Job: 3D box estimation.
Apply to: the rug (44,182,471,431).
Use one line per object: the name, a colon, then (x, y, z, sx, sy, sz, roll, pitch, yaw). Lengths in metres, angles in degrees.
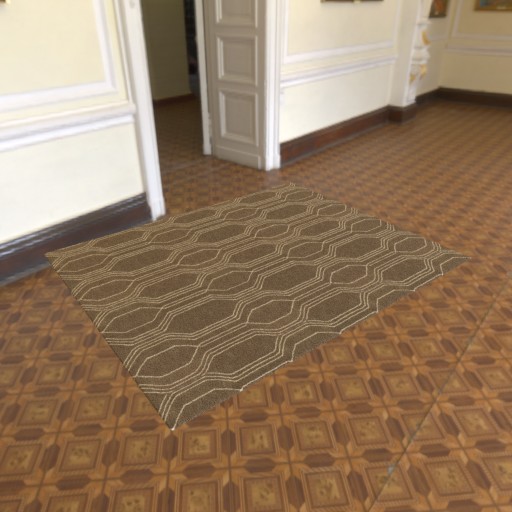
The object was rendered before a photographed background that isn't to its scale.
rug: (0.000, 0.000, 4.062, 3.062, 0.012, 2.457, -21, 36, -32)
